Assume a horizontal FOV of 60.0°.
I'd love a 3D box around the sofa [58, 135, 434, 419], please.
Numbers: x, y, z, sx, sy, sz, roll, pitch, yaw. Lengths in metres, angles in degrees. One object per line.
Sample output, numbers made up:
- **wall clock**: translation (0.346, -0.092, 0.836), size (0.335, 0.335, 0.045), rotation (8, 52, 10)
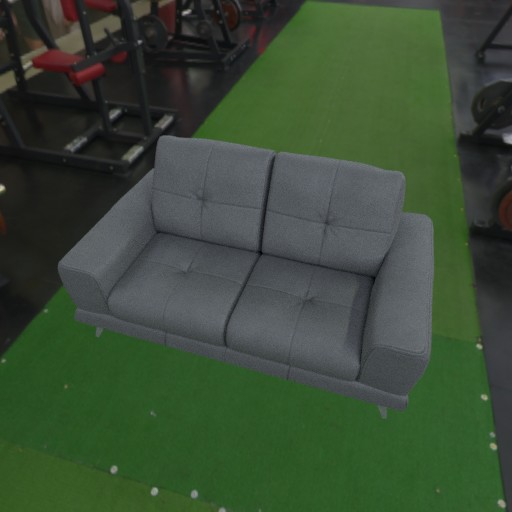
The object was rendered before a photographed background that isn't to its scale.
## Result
- **sofa**: translation (0.000, 0.000, 2.377), size (1.806, 0.907, 1.018), rotation (12, 43, 13)
